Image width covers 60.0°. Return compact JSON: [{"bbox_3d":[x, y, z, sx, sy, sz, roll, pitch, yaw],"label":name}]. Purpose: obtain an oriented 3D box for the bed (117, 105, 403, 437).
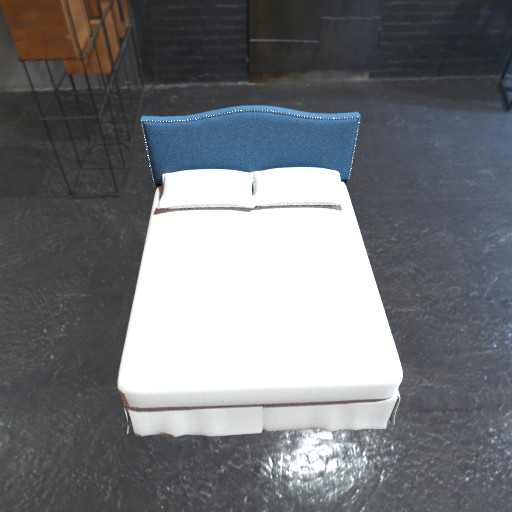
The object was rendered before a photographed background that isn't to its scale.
[{"bbox_3d":[0.000,0.000,2.893,1.610,1.169,1.872,-2,45,-2],"label":"bed"}]
